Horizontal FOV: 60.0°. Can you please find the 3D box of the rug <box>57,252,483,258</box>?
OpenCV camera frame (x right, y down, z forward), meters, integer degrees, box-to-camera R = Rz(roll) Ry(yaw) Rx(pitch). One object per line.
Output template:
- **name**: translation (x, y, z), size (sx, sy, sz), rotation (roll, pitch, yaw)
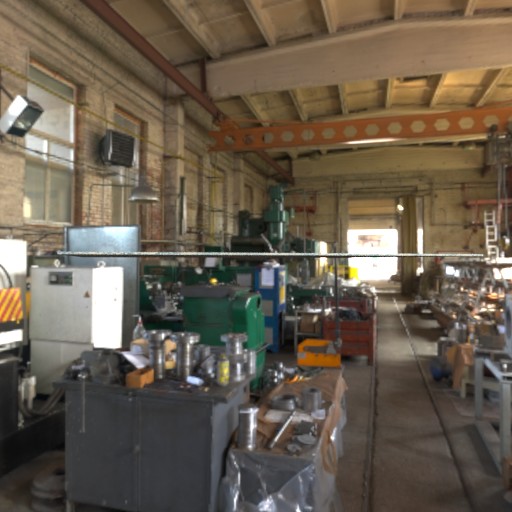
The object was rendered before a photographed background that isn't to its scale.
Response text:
- **rug**: translation (0.000, 0.000, 2.379), size (1.820, 0.009, 1.260), rotation (0, -1, -18)
